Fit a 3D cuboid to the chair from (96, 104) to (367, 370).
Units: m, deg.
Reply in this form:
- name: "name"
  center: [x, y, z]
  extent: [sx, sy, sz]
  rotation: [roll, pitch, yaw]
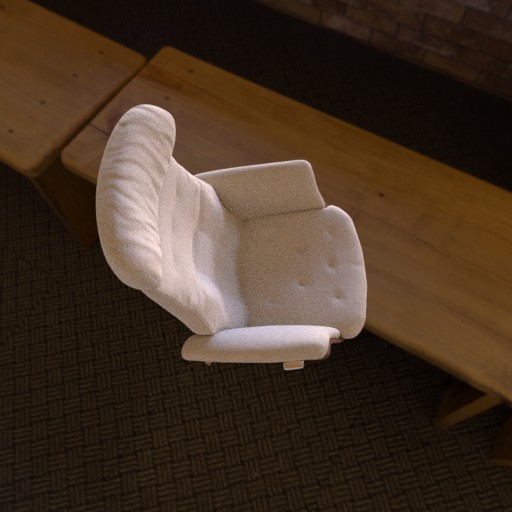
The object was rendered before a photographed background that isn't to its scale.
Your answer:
- name: "chair"
  center: [0.000, 0.000, 1.568]
  extent: [0.837, 0.995, 0.785]
  rotation: [-1, 64, 0]
